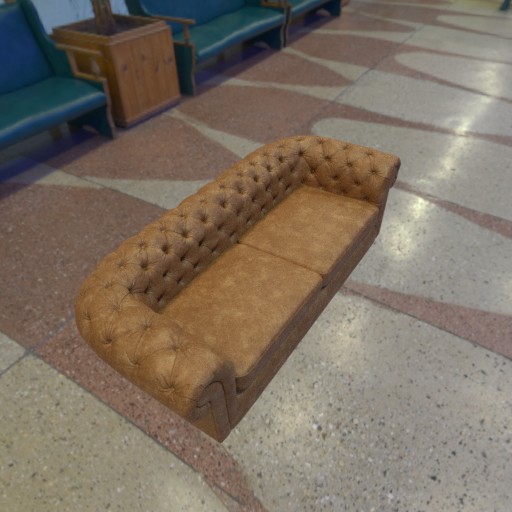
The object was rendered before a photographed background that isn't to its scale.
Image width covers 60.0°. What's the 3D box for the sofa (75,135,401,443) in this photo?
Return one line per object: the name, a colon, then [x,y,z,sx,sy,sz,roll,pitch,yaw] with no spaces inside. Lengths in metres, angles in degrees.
sofa: [0.000,0.000,2.830,0.989,0.760,2.365,24,46,25]
